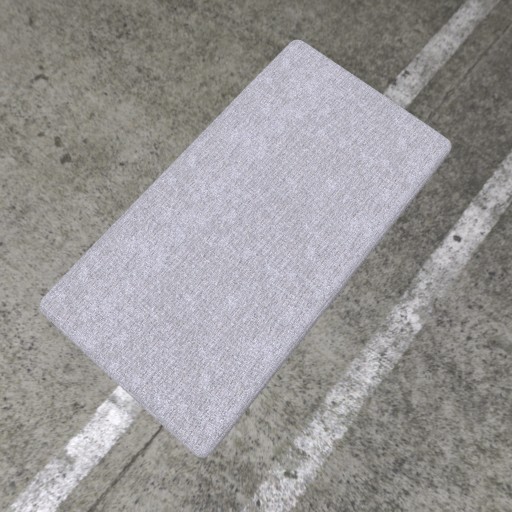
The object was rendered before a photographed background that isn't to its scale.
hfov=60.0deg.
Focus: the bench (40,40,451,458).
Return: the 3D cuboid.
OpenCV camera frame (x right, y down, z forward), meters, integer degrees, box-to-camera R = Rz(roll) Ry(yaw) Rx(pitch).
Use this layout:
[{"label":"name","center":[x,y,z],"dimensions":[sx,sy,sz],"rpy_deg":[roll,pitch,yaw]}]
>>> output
[{"label":"bench","center":[0.000,0.000,0.960],"dimensions":[0.366,0.467,0.681],"rpy_deg":[39,78,10]}]
